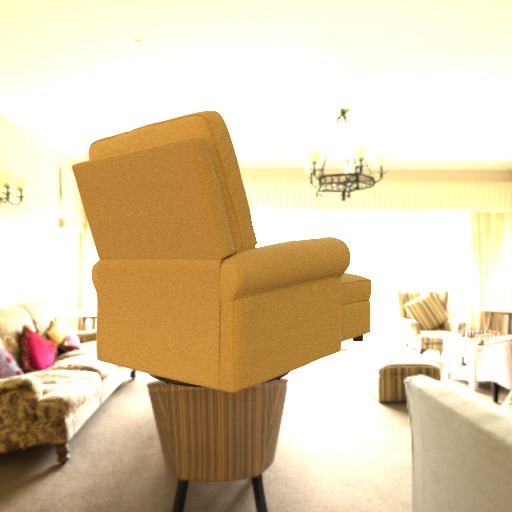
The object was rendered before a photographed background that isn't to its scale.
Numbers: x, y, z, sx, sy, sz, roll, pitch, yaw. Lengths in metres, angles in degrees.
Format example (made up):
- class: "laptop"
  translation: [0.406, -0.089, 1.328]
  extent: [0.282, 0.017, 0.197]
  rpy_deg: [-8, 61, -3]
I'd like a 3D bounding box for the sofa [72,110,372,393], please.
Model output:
- class: "sofa"
  translation: [0.000, 0.000, 2.093]
  extent: [0.880, 0.959, 1.478]
  rpy_deg: [0, 0, 37]
